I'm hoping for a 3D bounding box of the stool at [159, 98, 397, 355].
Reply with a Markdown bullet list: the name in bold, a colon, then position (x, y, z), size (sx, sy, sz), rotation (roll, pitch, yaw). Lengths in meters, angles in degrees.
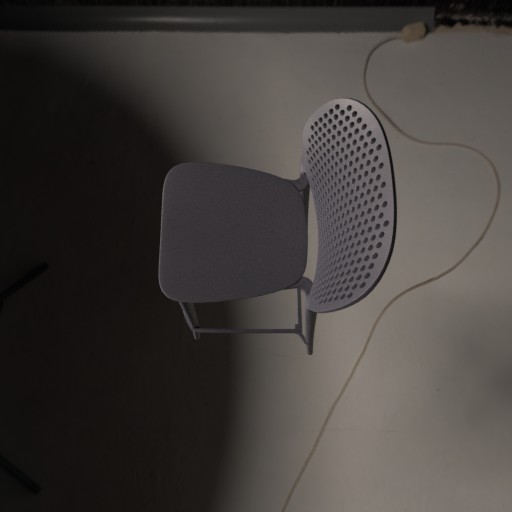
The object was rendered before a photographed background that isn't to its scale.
- **stool**: position (0.000, 0.000, 1.348), size (0.535, 1.045, 0.536), rotation (0, 74, 0)
